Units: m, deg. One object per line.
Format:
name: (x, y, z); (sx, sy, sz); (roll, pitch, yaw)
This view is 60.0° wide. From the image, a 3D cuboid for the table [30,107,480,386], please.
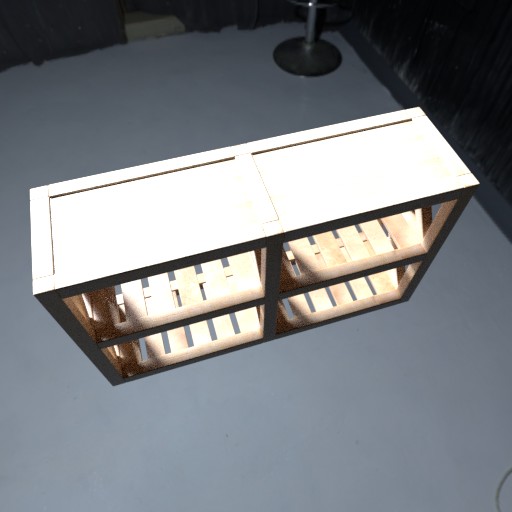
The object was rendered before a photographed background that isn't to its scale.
table: (0.000, 0.000, 1.656); (1.320, 0.762, 0.381); (-14, 58, -9)
